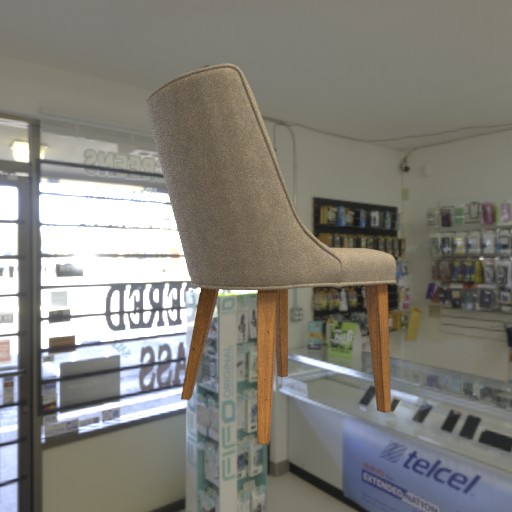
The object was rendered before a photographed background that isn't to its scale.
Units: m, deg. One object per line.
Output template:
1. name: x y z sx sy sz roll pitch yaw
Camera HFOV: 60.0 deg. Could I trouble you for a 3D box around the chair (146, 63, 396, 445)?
1. chair: 0.000 0.000 1.334 0.636 0.916 0.548 0 0 -36
